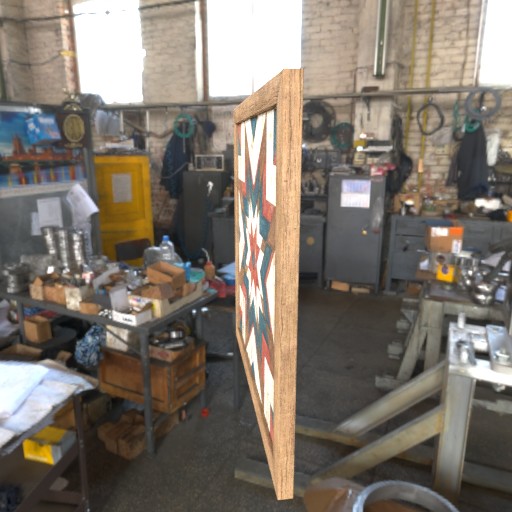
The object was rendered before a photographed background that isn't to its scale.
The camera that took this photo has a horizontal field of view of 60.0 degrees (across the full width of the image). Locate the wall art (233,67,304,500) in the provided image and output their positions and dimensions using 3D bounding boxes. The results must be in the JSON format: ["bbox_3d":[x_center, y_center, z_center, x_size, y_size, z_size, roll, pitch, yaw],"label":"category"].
[{"bbox_3d":[0.000,0.000,1.012,0.029,0.691,0.695,-2,14,-8],"label":"wall art"}]
